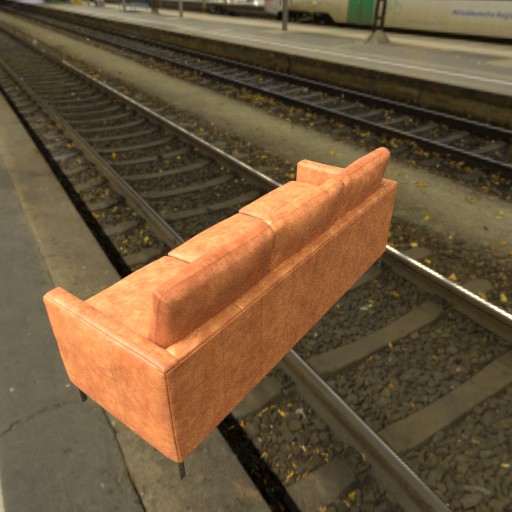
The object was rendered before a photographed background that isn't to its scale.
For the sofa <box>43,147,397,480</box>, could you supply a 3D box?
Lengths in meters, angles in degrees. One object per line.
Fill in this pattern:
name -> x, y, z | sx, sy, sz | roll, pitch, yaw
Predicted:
sofa -> 0.000, 0.000, 2.377 | 0.748, 0.863, 2.029 | 21, 37, 31
